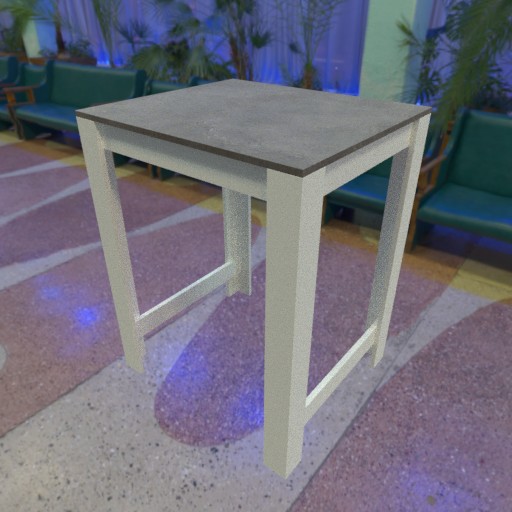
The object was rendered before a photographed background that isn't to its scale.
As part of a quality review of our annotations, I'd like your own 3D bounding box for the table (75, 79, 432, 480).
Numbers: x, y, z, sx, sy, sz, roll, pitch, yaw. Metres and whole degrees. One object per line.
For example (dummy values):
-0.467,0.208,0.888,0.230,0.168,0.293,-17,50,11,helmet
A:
0.000,0.000,1.579,0.800,1.020,0.700,22,38,33,table
